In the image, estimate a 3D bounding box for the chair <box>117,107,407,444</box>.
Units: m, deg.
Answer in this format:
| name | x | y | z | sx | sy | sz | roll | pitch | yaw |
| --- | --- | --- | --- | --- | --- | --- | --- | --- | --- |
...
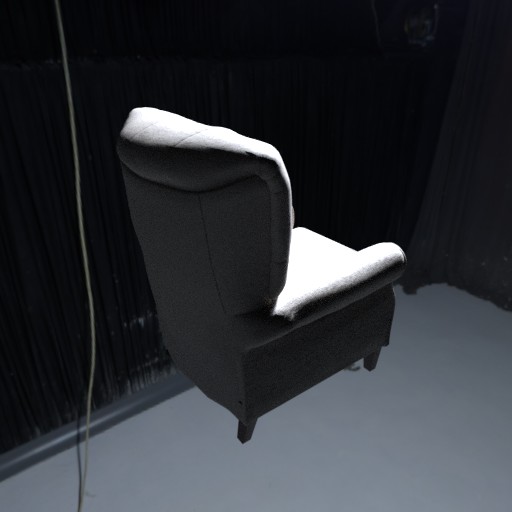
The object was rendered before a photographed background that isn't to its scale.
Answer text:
| name | x | y | z | sx | sy | sz | roll | pitch | yaw |
| --- | --- | --- | --- | --- | --- | --- | --- | --- | --- |
| chair | 0.000 | 0.000 | 1.905 | 1.025 | 1.209 | 0.942 | -18 | 32 | -31 |
